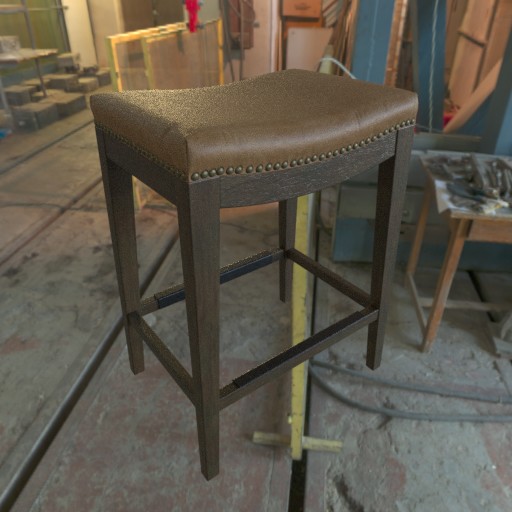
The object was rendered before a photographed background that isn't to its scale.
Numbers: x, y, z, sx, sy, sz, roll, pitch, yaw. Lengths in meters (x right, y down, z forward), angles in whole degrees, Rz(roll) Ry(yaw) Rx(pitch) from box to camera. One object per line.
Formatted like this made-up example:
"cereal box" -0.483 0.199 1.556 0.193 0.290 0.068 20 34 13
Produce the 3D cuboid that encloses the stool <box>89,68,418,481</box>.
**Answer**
"stool" 0.000 0.000 0.925 0.500 0.660 0.361 -21 37 -31
